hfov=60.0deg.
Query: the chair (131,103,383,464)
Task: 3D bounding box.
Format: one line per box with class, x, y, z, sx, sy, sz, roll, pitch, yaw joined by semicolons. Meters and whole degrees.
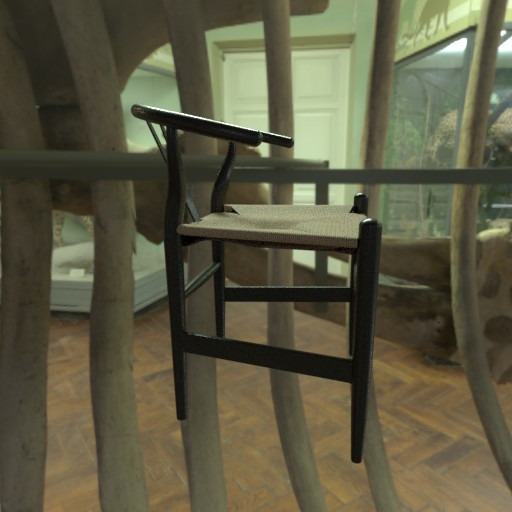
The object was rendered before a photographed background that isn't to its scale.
chair;0.000;0.000;1.134;0.570;0.739;0.570;3;14;11
